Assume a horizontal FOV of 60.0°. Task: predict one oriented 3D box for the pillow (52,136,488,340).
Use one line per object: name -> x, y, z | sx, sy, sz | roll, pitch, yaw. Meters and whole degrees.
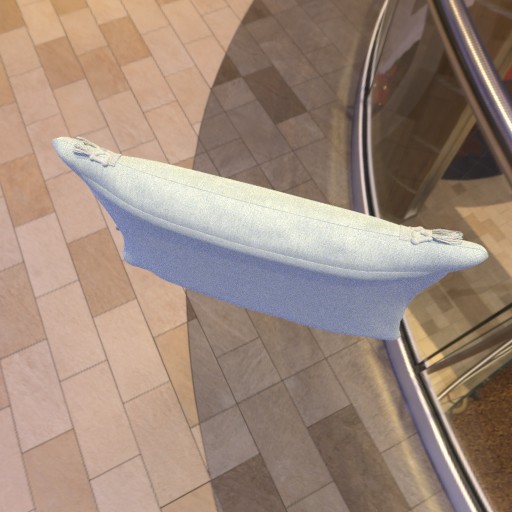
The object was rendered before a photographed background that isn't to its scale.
pillow -> 0.000, 0.000, 0.582 | 0.466, 0.305, 0.084 | 16, 65, 7
